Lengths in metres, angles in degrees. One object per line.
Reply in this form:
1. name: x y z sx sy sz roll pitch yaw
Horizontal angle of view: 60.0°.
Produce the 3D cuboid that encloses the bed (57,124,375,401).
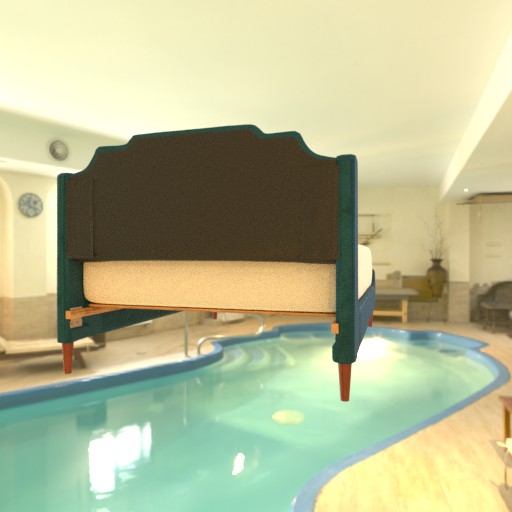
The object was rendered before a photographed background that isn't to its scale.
1. bed: 0.000 0.000 3.379 1.678 1.338 2.322 0 0 17
